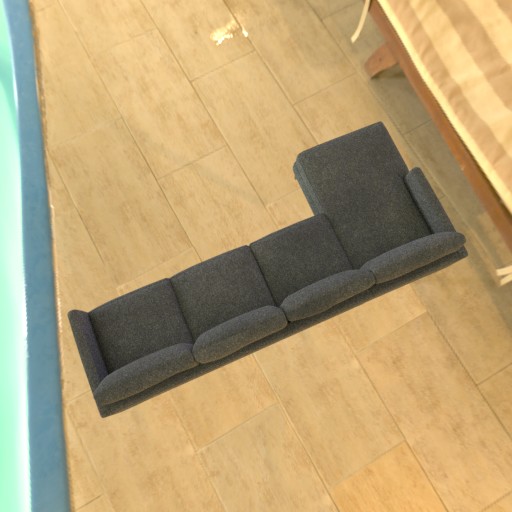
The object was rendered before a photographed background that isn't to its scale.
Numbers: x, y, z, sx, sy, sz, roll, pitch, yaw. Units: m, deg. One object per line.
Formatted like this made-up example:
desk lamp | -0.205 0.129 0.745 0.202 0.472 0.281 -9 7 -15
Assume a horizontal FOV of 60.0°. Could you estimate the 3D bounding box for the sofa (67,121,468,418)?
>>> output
sofa | 0.000 0.000 3.481 2.932 0.810 1.350 -23 77 -6
